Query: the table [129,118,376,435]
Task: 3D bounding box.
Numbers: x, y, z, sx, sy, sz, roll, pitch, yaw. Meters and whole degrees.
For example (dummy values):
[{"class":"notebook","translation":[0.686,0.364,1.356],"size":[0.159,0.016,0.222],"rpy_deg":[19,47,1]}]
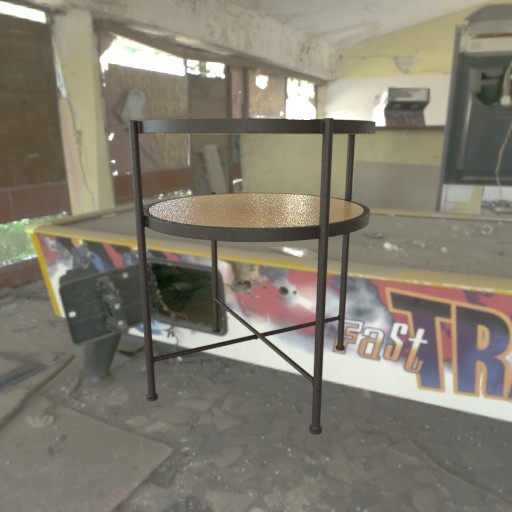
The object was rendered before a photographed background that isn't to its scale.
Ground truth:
[{"class":"table","translation":[0.000,0.000,1.183],"size":[0.629,0.684,0.628],"rpy_deg":[-8,17,-26]}]
